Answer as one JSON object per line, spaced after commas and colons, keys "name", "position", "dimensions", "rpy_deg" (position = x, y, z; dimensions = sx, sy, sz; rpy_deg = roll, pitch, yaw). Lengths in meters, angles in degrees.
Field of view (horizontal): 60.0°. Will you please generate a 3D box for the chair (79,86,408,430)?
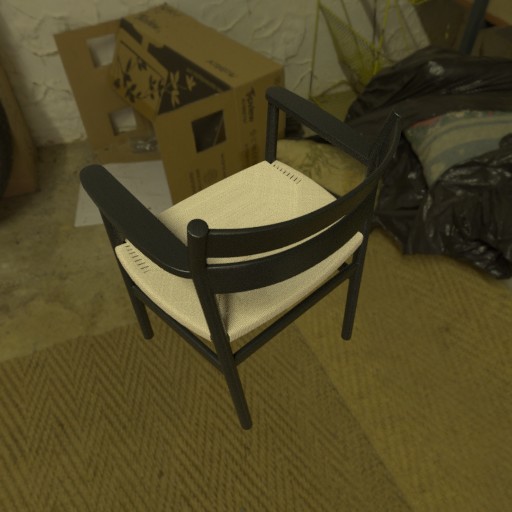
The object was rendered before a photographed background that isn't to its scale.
{"name": "chair", "position": [0.000, 0.000, 1.176], "dimensions": [0.630, 0.775, 0.508], "rpy_deg": [-33, 55, -27]}
